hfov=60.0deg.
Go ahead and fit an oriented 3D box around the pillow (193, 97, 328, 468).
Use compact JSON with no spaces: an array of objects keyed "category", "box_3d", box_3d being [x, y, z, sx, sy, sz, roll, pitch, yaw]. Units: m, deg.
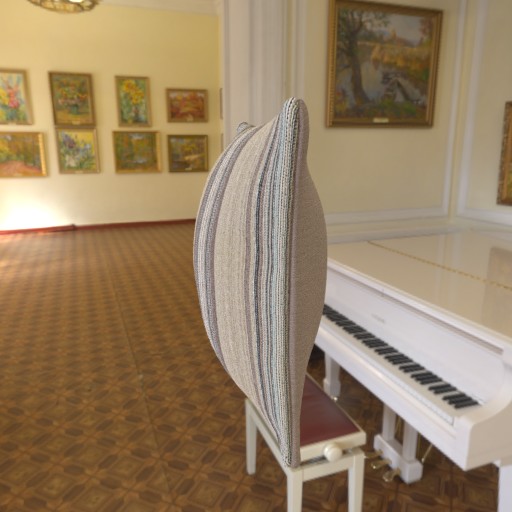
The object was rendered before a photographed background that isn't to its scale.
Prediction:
[{"category":"pillow","box_3d":[0.000,0.000,0.673,0.189,0.416,0.435,-2,14,-8]}]
